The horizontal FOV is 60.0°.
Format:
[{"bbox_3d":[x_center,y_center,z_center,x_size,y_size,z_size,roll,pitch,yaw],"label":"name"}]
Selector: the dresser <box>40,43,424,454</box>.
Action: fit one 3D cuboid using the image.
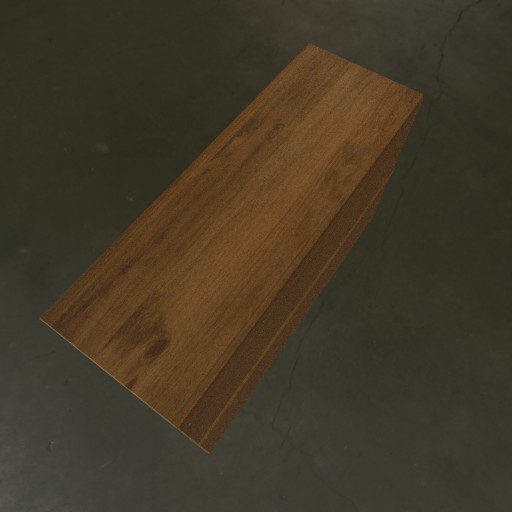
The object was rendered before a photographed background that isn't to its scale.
[{"bbox_3d":[0.000,0.000,1.641,0.479,0.825,1.261,32,67,16],"label":"dresser"}]
